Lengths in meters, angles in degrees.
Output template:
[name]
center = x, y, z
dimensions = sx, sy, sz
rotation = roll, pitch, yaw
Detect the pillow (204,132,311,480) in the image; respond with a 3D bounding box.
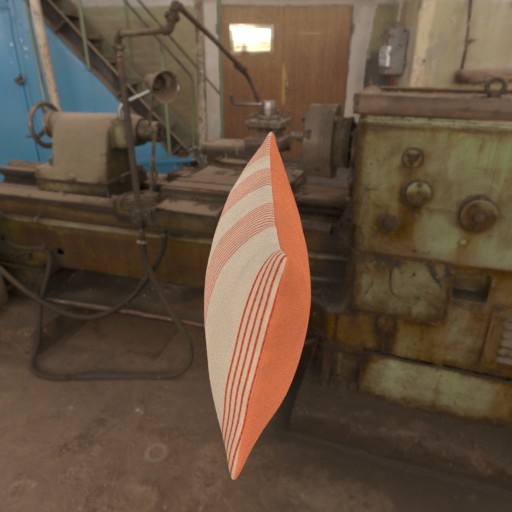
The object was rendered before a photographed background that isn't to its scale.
[pillow]
center = 0.000, 0.000, 0.725
dimensions = 0.156, 0.292, 0.608
rotation = 0, 26, 0
